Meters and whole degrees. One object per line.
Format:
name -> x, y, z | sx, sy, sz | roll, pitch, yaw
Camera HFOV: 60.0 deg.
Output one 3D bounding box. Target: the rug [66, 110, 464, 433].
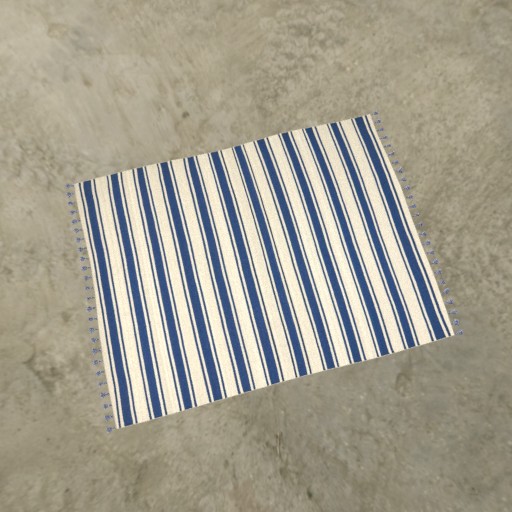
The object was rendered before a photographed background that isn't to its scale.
rug -> 0.000, 0.000, 4.343 | 3.416, 0.016, 2.471 | -14, 75, -4
